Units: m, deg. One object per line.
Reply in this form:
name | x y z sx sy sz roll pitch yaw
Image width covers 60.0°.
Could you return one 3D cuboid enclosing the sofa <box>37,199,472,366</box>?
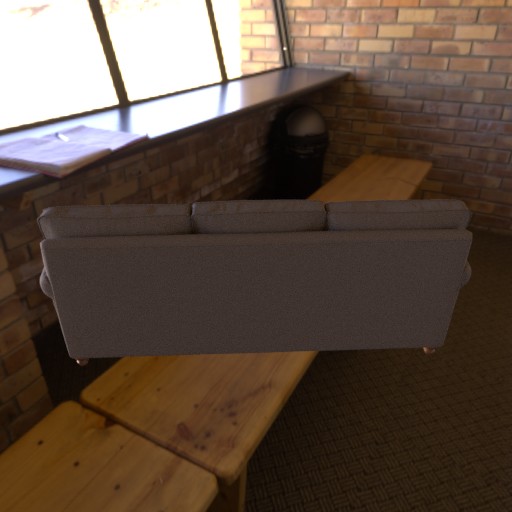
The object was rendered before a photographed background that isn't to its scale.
sofa | 0.000 0.000 2.763 2.353 0.948 0.966 -1 29 -2
